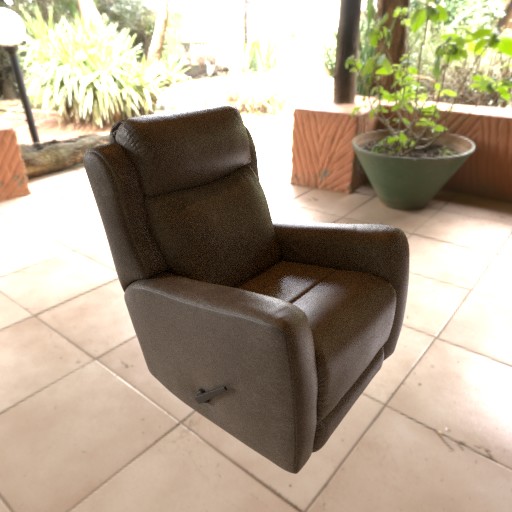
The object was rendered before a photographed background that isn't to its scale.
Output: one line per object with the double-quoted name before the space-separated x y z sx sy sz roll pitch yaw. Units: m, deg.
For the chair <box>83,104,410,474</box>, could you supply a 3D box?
"chair" 0.000 0.000 1.883 1.068 1.116 0.967 19 32 34
